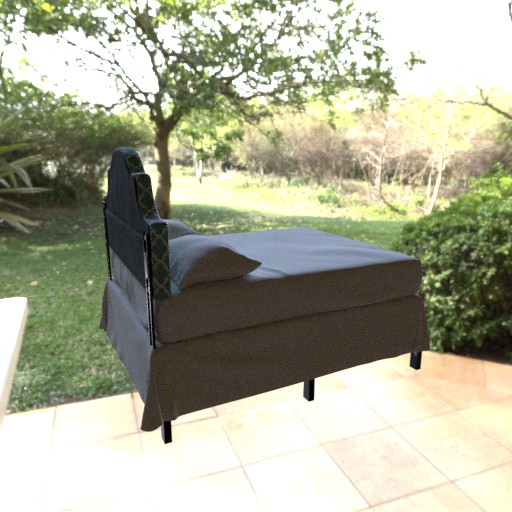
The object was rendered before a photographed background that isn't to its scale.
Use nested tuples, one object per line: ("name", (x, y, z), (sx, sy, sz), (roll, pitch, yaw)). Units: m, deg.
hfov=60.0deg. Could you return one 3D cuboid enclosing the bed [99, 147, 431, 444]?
("bed", (0.000, 0.000, 3.426), (2.222, 1.633, 1.780), (-7, 15, -26))
